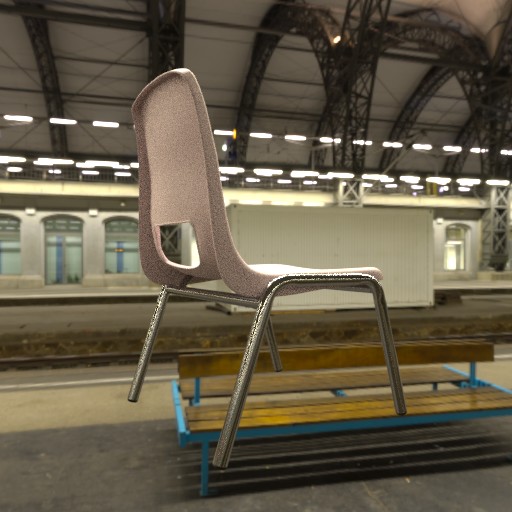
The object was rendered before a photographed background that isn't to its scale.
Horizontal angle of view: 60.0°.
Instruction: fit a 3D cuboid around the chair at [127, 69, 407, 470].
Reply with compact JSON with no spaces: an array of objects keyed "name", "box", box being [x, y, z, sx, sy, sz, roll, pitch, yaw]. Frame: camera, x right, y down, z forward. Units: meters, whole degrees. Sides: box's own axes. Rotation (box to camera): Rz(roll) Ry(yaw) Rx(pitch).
[{"name":"chair","box":[0.000,0.000,0.780,0.385,0.537,0.354,0,0,-36]}]
